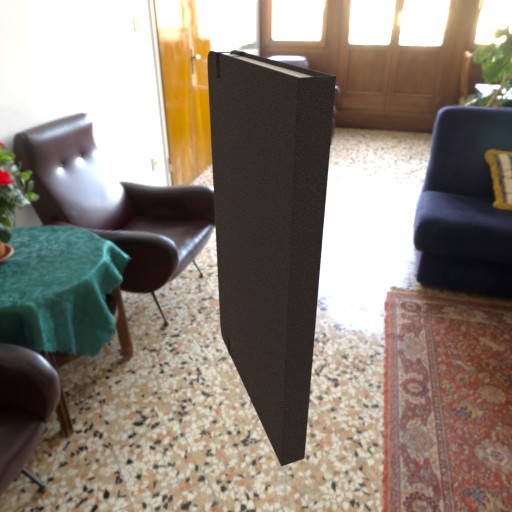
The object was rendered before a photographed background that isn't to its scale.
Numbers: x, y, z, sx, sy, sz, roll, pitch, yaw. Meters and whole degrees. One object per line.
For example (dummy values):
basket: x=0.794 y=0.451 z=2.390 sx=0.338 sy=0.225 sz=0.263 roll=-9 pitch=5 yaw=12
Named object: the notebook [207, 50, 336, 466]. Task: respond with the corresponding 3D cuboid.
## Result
notebook: x=0.000 y=0.000 z=0.261 sx=0.016 sy=0.213 sz=0.127 roll=-10 pitch=31 yaw=-17
